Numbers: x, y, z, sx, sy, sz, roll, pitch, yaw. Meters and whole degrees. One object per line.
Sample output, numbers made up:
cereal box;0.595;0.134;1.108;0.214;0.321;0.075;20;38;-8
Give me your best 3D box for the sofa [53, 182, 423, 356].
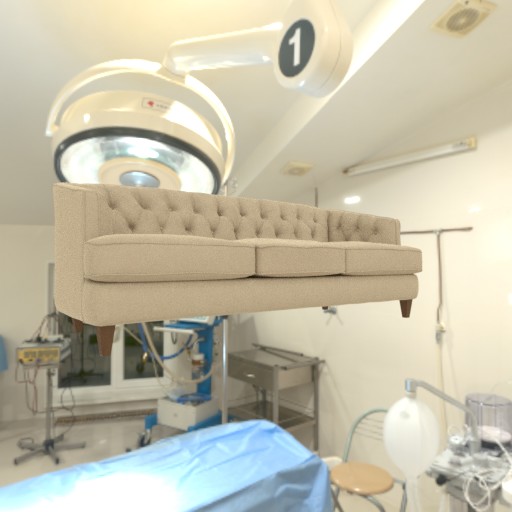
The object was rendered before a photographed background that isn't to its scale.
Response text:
sofa;0.000;0.000;2.772;2.278;0.855;0.941;1;-1;-37
